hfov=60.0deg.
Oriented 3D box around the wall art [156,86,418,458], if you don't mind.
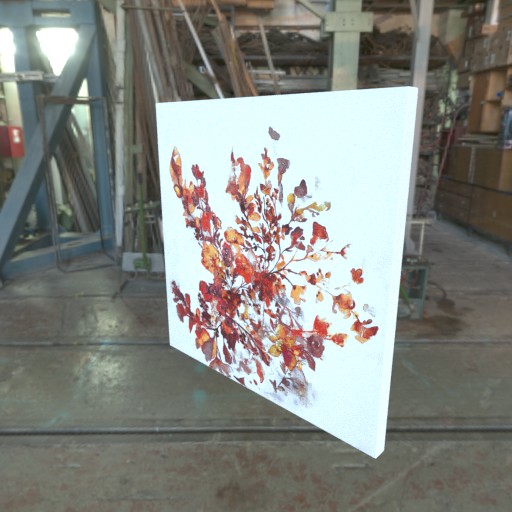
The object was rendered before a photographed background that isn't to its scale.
[{"bbox_3d":[0.000,0.000,1.120,0.757,0.757,0.037,15,22,42],"label":"wall art"}]
